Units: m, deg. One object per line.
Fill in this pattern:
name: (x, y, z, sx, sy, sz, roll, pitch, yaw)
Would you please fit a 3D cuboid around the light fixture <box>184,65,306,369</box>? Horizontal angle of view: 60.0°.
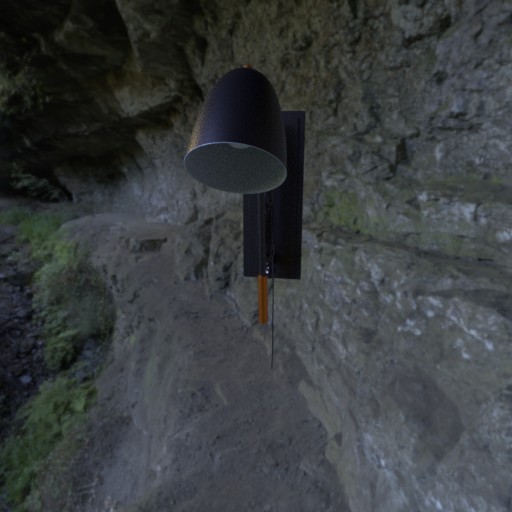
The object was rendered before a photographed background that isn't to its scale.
light fixture: (0.000, 0.000, 0.922, 0.162, 0.715, 0.499, 3, 16, 10)
